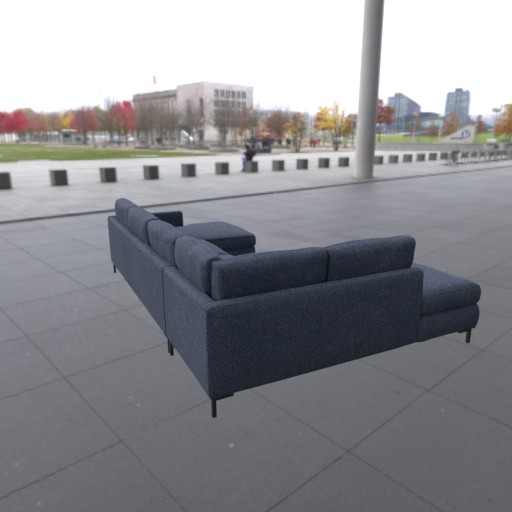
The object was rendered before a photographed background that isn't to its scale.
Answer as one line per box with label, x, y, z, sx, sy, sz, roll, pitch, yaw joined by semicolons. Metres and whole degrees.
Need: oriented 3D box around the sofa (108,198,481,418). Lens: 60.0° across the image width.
sofa;0.000;0.000;3.844;2.007;0.813;2.956;-8;17;-26
